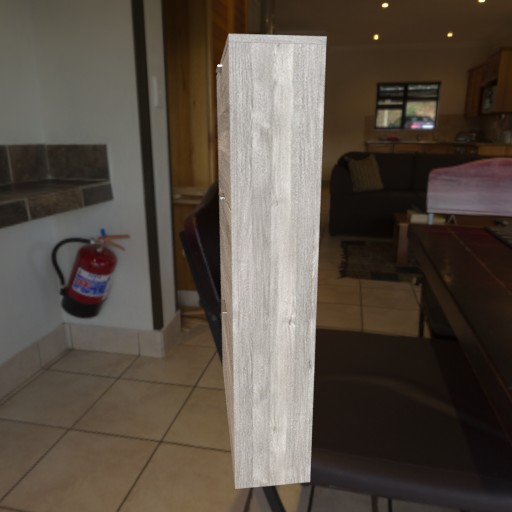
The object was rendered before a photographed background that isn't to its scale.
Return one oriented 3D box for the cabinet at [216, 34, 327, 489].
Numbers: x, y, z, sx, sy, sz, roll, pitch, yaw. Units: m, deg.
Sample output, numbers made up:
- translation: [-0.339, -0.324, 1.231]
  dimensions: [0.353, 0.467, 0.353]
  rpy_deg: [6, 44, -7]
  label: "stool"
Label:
- translation: [0.000, 0.000, 1.573]
  dimensions: [0.250, 1.280, 0.750]
  rpy_deg: [-2, 15, -7]
  label: "cabinet"
